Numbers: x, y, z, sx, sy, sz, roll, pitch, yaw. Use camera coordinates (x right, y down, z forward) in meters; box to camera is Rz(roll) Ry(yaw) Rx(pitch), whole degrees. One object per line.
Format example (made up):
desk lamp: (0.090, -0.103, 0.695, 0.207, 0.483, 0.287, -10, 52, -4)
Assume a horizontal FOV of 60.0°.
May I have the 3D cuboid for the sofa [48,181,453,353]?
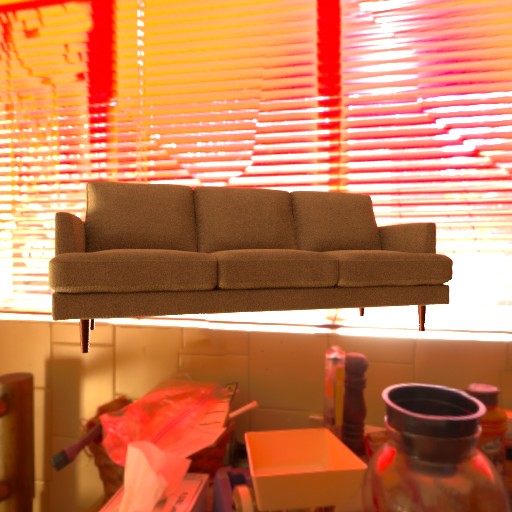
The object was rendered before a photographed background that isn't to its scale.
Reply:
sofa: (0.000, 0.000, 2.740, 2.246, 0.930, 0.903, 0, 0, -18)
